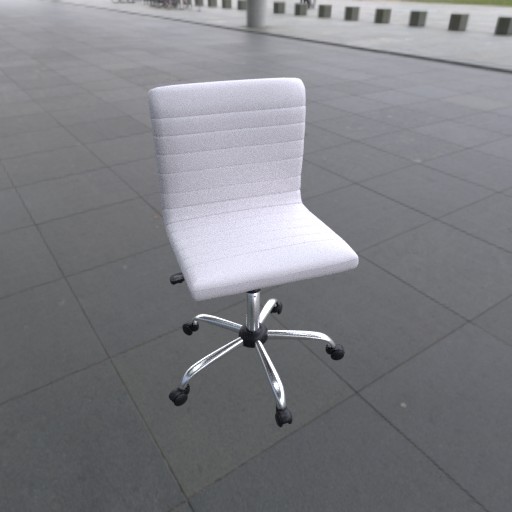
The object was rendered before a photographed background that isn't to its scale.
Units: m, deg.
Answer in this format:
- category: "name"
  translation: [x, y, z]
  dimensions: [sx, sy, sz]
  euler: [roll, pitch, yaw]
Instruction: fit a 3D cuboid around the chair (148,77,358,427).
- category: "chair"
  translation: [0.000, 0.000, 1.085]
  dimensions: [0.520, 0.750, 0.455]
  euler: [-11, 34, -16]
